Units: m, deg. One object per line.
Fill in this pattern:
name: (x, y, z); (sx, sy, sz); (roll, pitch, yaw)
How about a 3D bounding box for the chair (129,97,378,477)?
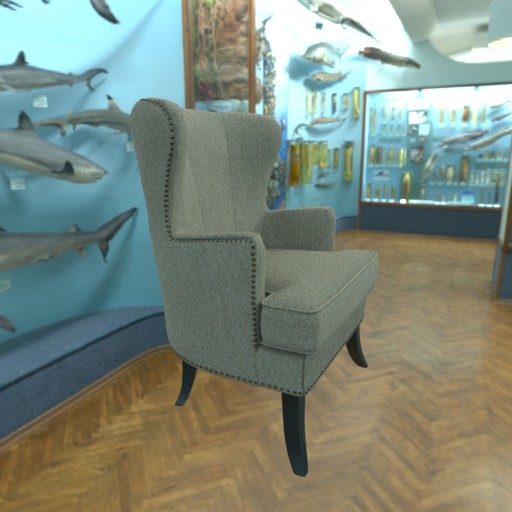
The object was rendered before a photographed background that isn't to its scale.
chair: (0.000, 0.000, 1.621); (0.758, 1.060, 0.759); (7, 15, 26)
